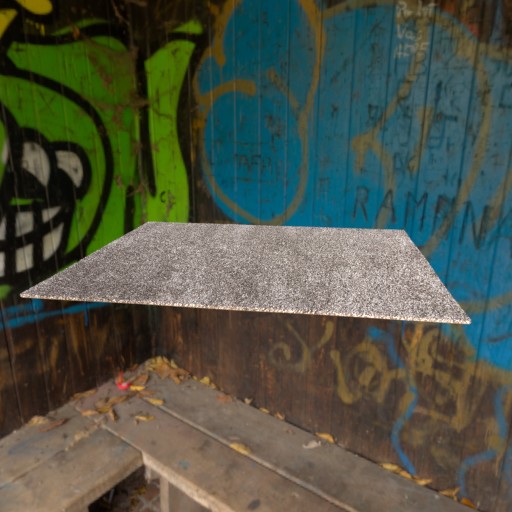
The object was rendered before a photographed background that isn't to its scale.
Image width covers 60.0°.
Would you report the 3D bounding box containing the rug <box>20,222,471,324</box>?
[{"bbox_3d":[0.000,0.000,4.030,3.000,0.025,2.401,2,17,8],"label":"rug"}]
